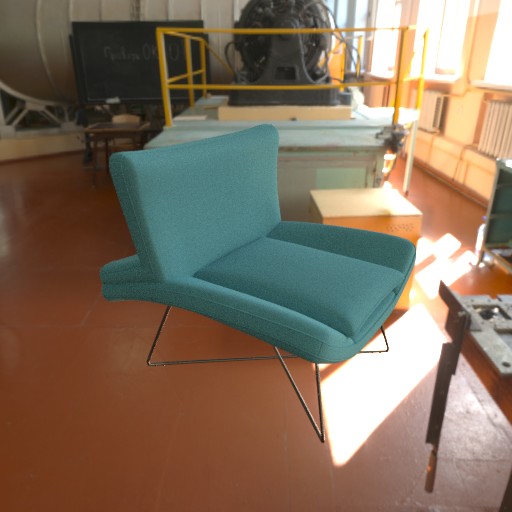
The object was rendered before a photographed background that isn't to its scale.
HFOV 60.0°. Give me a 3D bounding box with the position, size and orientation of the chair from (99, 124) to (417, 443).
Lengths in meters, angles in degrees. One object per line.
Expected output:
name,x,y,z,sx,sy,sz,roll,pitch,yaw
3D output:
chair,0.000,0.000,1.690,1.008,0.855,0.859,16,28,32
